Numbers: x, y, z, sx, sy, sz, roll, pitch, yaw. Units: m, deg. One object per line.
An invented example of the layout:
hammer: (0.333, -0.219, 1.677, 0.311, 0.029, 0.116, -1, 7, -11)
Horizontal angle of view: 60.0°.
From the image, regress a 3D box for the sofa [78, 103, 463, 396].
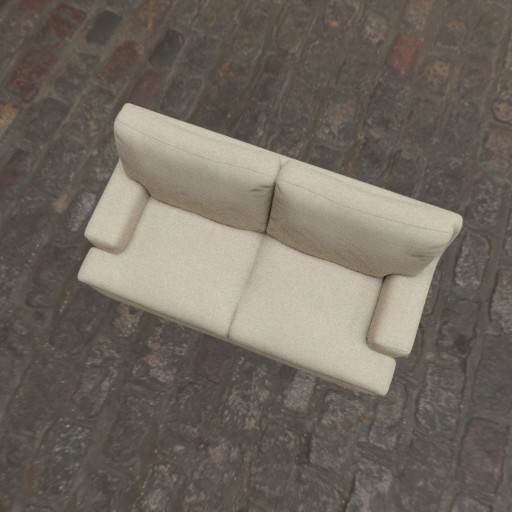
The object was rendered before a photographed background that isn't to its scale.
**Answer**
sofa: (0.000, 0.000, 2.460, 1.885, 0.967, 0.962, 20, 76, 5)
